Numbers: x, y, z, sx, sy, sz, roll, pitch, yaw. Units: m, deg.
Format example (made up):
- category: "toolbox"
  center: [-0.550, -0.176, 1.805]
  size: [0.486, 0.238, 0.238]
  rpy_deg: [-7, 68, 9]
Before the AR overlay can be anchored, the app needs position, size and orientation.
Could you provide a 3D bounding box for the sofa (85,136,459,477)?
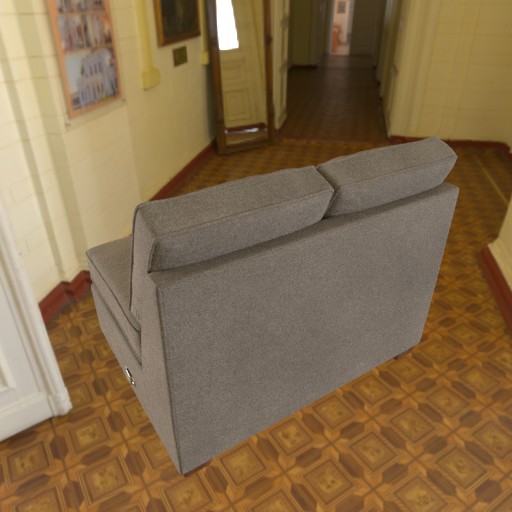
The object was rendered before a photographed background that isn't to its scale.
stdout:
- category: "sofa"
  center: [0.000, 0.000, 1.887]
  size: [1.237, 1.008, 0.951]
  rpy_deg: [-18, 35, -28]
